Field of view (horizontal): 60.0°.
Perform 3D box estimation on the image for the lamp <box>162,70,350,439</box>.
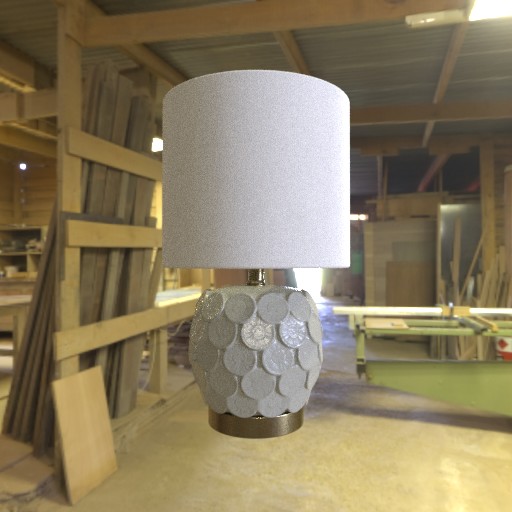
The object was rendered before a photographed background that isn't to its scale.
[{"bbox_3d":[0.000,0.000,0.613,0.254,0.452,0.254,0,-1,0],"label":"lamp"}]
